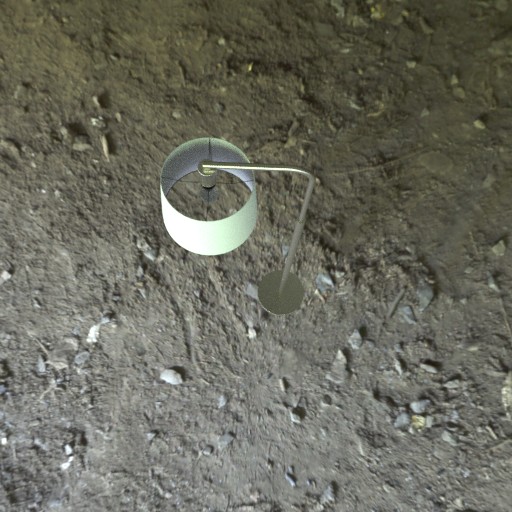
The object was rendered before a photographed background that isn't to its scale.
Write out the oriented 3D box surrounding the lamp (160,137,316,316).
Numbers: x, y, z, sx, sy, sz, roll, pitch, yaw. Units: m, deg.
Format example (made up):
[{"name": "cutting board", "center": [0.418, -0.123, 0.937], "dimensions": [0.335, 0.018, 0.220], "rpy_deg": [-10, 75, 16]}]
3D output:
[{"name": "lamp", "center": [0.000, 0.000, 1.661], "dimensions": [0.508, 1.478, 0.254], "rpy_deg": [0, 74, 0]}]
